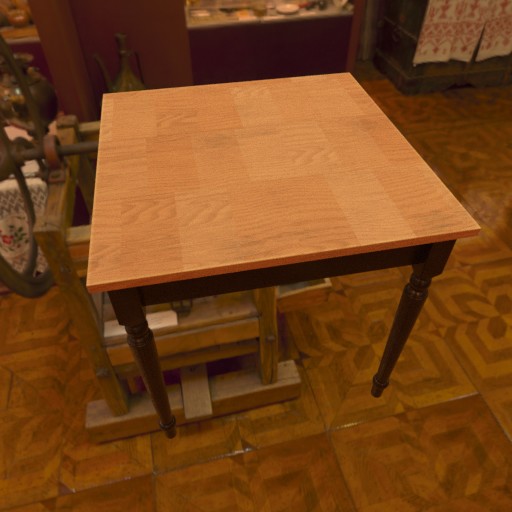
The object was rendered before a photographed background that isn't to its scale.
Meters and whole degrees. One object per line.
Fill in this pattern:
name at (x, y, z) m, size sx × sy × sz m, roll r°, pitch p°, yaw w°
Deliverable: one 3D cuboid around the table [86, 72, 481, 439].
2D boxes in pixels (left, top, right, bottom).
table at (0.000, 0.000, 1.332) m, size 0.747 × 0.738 × 0.747 m, roll -8°, pitch 46°, yaw -8°
